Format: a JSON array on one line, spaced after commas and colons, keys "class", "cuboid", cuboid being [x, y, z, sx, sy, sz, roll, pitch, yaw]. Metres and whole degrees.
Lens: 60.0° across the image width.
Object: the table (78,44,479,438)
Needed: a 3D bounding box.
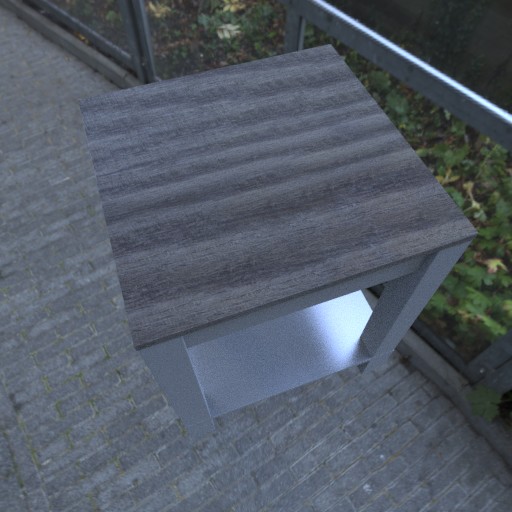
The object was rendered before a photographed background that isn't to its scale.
[{"class": "table", "cuboid": [0.000, 0.000, 0.972, 0.506, 0.587, 0.504, -17, 59, -11]}]
